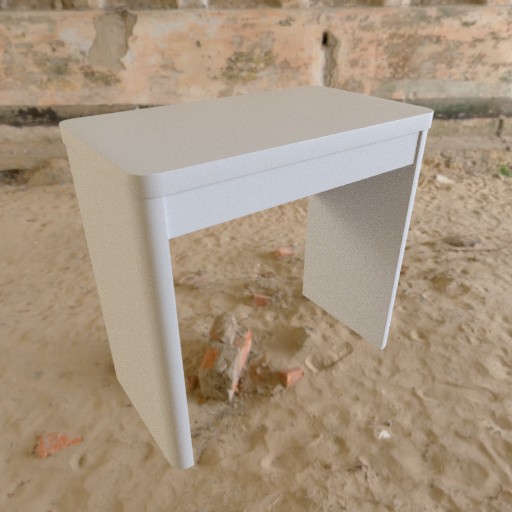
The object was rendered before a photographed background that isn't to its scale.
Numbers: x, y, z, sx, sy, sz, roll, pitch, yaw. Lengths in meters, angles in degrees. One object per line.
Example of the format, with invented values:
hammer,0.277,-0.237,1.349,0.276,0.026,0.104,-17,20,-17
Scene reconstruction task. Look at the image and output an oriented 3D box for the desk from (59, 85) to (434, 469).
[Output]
desk,0.000,0.000,1.226,0.790,0.760,0.446,-20,36,-31
